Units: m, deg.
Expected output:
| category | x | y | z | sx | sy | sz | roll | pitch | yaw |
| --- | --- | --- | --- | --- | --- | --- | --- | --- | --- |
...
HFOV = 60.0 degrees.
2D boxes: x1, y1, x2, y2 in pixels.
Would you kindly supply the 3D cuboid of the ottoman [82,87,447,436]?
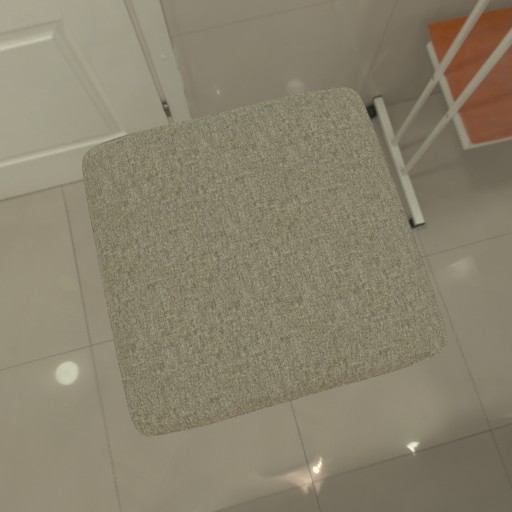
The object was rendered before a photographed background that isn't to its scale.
| category | x | y | z | sx | sy | sz | roll | pitch | yaw |
| --- | --- | --- | --- | --- | --- | --- | --- | --- | --- |
| ottoman | 0.000 | 0.000 | 1.635 | 1.039 | 0.526 | 1.035 | -15 | 77 | -4 |
